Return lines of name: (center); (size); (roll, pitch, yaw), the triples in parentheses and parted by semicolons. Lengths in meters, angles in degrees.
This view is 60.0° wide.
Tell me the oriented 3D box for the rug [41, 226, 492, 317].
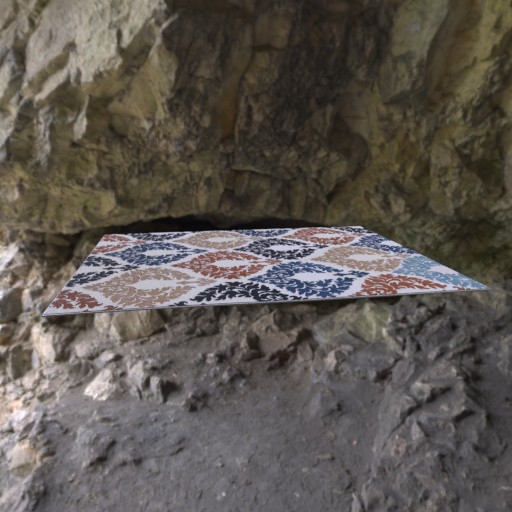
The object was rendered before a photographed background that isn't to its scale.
rug: (0.000, 0.000, 4.073); (3.040, 0.014, 2.423); (-2, 15, -9)
